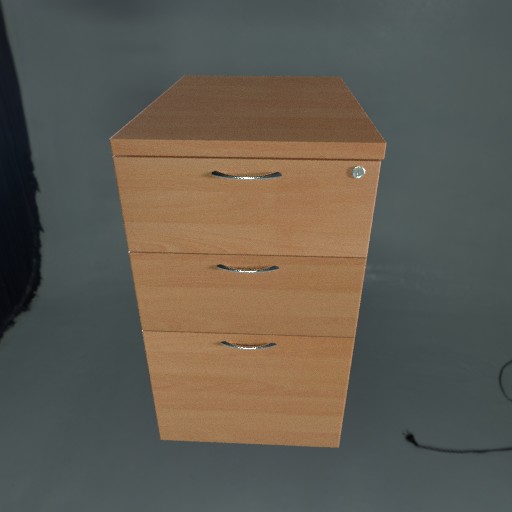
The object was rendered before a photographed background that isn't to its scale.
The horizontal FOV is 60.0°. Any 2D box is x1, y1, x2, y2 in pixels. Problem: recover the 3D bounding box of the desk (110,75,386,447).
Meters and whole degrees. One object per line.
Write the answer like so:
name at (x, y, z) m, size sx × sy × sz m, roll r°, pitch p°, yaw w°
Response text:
desk at (0.000, 0.000, 1.078) m, size 0.404 × 0.730 × 0.600 m, roll 1°, pitch 31°, yaw 2°
